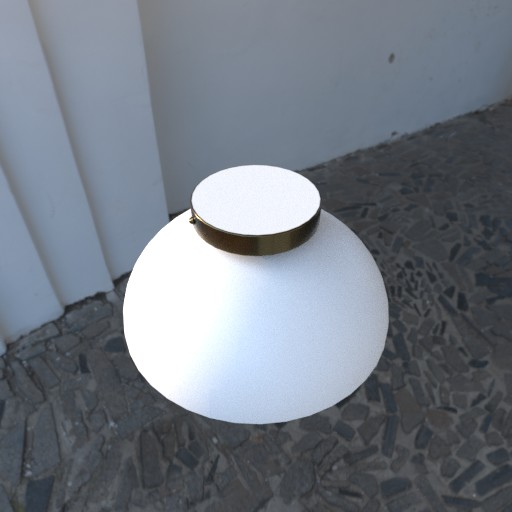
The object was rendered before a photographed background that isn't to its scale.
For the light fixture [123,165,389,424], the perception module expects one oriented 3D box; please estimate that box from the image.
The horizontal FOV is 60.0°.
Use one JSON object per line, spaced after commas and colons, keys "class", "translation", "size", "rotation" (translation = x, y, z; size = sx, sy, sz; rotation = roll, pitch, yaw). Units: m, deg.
{"class": "light fixture", "translation": [0.000, 0.000, 0.557], "size": [0.355, 0.177, 0.355], "rotation": [0, 40, 0]}
